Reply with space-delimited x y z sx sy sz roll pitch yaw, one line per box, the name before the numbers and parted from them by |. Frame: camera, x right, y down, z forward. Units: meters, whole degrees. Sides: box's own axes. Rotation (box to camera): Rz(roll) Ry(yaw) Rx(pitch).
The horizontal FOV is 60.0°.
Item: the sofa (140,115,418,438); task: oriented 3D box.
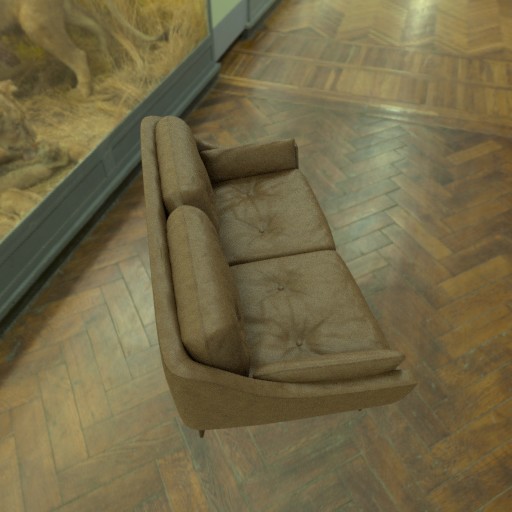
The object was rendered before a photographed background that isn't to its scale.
sofa | 0.000 0.000 2.274 0.981 0.886 1.731 -9 48 -9
